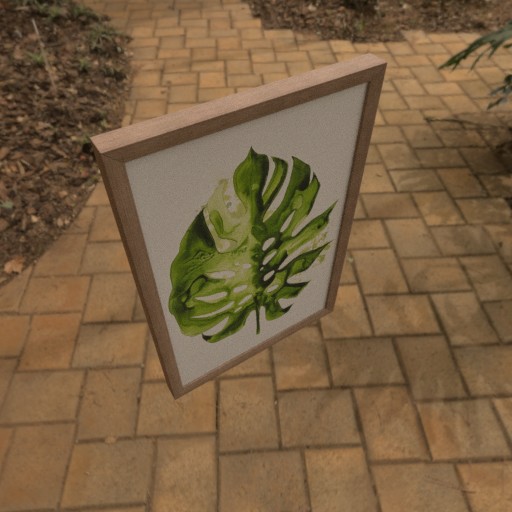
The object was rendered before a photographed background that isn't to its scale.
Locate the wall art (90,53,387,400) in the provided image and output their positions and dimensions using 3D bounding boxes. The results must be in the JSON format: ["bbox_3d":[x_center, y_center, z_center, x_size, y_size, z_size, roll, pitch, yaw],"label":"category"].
[{"bbox_3d":[0.000,0.000,0.663,0.356,0.509,0.031,-25,52,-21],"label":"wall art"}]
